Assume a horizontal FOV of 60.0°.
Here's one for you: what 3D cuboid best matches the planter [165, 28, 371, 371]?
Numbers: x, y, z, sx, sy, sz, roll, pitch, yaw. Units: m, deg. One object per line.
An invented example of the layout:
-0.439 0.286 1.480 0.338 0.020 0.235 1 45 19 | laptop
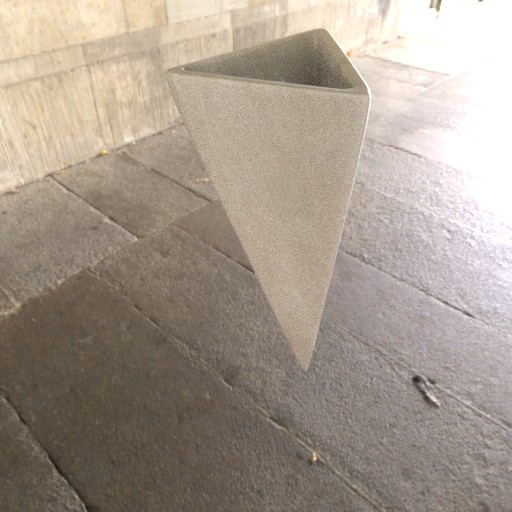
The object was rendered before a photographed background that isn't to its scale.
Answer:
0.000 0.000 0.263 0.081 0.224 0.101 -1 39 -2 | planter
